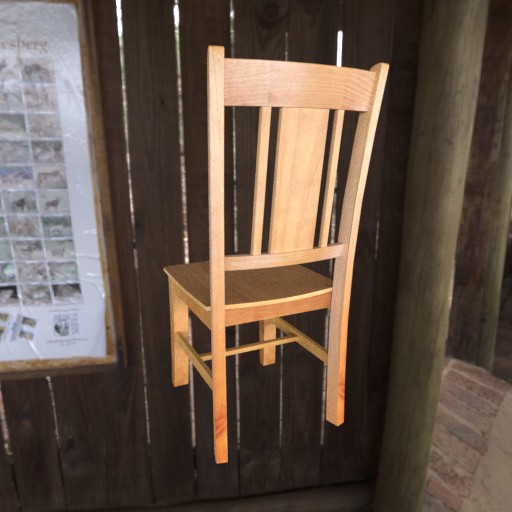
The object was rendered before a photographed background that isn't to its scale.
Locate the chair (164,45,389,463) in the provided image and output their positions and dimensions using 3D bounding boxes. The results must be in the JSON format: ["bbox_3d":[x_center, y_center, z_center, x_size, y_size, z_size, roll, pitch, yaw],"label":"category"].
[{"bbox_3d":[0.000,0.000,1.290,0.450,0.998,0.556,-7,15,-25],"label":"chair"}]
